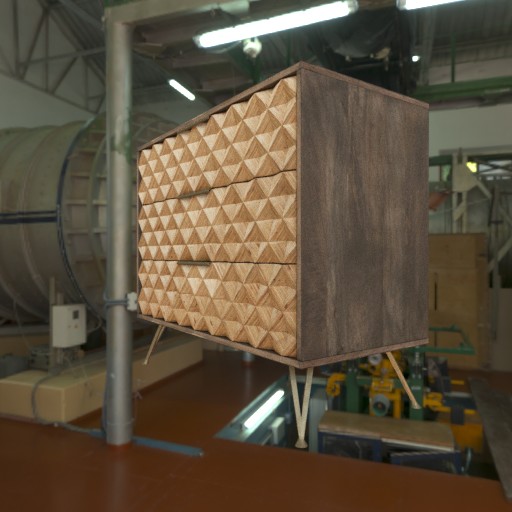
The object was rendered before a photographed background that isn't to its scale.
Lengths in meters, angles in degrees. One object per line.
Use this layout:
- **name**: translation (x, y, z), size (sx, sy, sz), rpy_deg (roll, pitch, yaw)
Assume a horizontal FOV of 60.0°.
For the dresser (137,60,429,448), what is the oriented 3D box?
- **dresser**: translation (0.000, 0.000, 1.406), size (0.453, 0.801, 0.923), rpy_deg (0, 0, -36)
